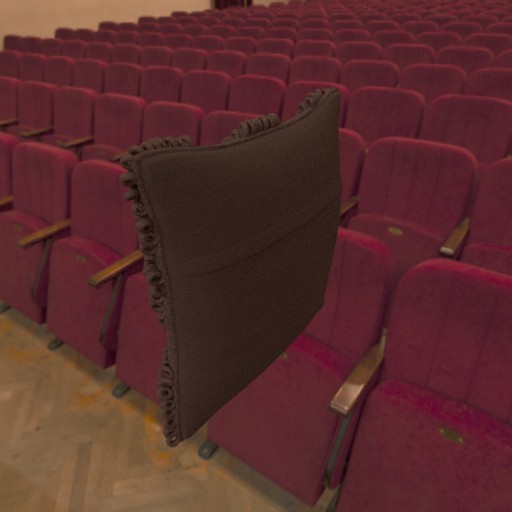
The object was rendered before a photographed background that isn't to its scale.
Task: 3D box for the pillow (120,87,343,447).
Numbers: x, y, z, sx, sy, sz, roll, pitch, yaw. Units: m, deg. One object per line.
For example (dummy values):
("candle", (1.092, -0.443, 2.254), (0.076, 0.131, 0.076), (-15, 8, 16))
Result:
("pillow", (0.000, 0.000, 0.725), (0.172, 0.467, 0.470), (20, 36, 31))
